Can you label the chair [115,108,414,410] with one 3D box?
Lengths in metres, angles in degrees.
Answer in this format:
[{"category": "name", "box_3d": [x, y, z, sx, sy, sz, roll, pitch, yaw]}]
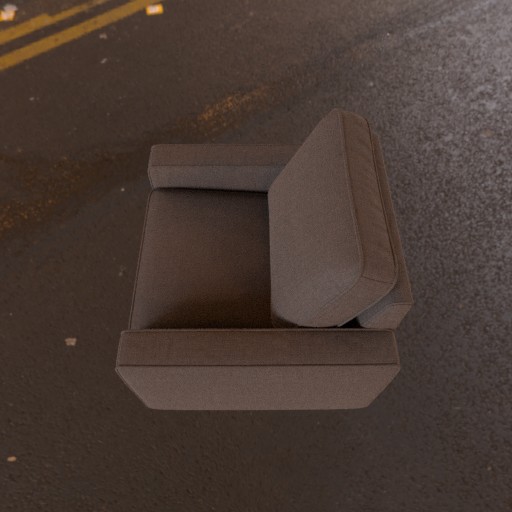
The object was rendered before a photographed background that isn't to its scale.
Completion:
[{"category": "chair", "box_3d": [0.000, 0.000, 1.755, 0.940, 0.919, 1.017, 0, 58, 0]}]
